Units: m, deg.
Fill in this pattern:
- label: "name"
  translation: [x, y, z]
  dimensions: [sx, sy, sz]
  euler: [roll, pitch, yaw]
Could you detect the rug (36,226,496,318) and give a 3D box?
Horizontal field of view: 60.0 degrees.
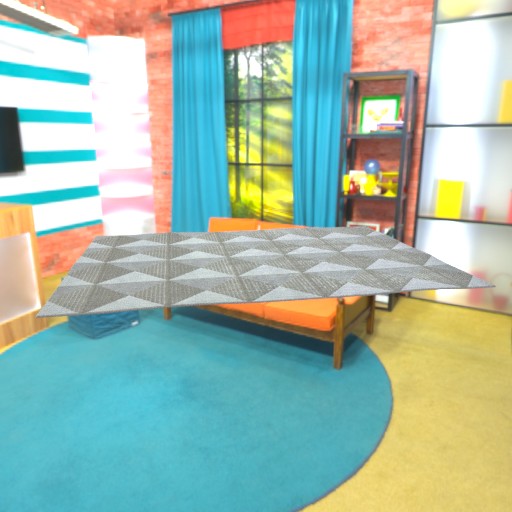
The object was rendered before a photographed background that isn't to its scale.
- label: "rug"
  translation: [0.000, 0.000, 4.288]
  dimensions: [3.333, 0.027, 2.428]
  euler: [-3, 15, -10]
